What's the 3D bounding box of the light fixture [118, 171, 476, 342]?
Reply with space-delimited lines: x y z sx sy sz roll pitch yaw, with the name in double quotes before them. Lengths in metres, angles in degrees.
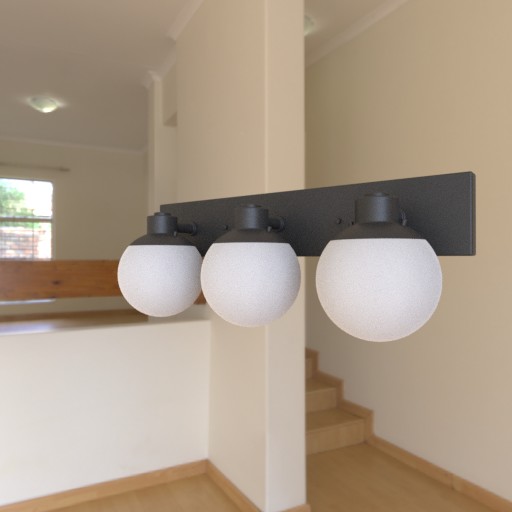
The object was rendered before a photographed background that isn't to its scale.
"light fixture" 0.000 0.000 0.841 0.721 0.263 0.218 0 -1 36
